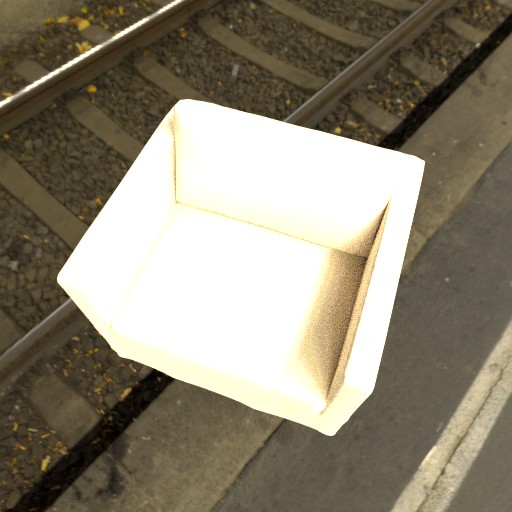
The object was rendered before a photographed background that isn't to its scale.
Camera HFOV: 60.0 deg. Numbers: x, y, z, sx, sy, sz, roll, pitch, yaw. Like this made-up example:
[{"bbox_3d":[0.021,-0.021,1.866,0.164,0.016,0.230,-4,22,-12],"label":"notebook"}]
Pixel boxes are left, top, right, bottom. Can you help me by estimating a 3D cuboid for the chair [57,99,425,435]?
[{"bbox_3d":[0.000,0.000,1.761,1.057,0.851,0.947,17,61,10],"label":"chair"}]
